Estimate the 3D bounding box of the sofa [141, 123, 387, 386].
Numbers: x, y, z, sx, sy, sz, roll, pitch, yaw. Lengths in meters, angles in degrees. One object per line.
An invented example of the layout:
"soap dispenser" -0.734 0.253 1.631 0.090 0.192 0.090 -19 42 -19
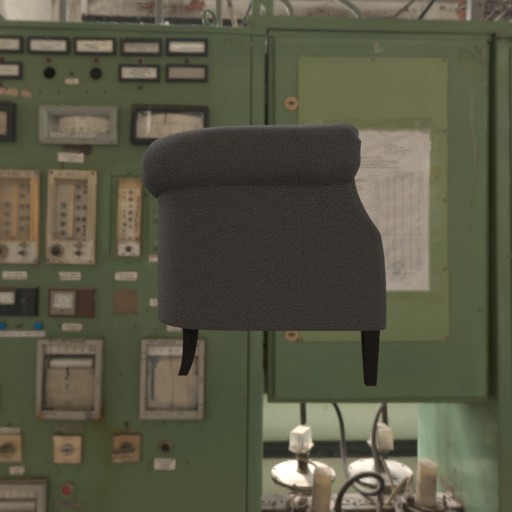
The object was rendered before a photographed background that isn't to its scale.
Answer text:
"sofa" 0.000 0.000 2.081 0.835 0.827 1.558 0 0 0
